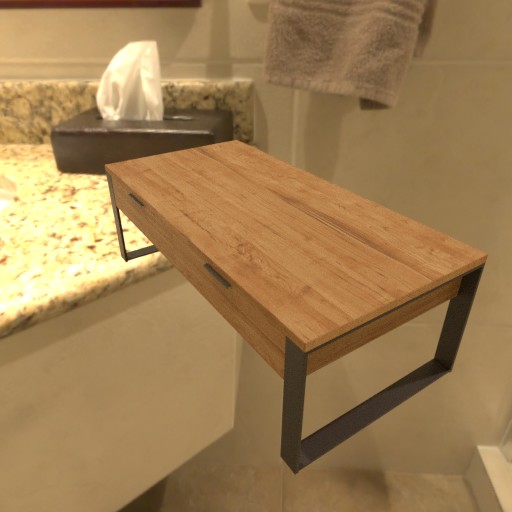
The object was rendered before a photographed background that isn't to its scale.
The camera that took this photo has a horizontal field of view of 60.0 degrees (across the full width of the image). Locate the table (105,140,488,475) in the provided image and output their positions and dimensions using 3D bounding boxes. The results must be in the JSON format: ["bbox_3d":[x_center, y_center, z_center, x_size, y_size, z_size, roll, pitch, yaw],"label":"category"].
[{"bbox_3d":[0.000,0.000,1.475,0.590,0.400,1.180,-19,36,-29],"label":"table"}]
